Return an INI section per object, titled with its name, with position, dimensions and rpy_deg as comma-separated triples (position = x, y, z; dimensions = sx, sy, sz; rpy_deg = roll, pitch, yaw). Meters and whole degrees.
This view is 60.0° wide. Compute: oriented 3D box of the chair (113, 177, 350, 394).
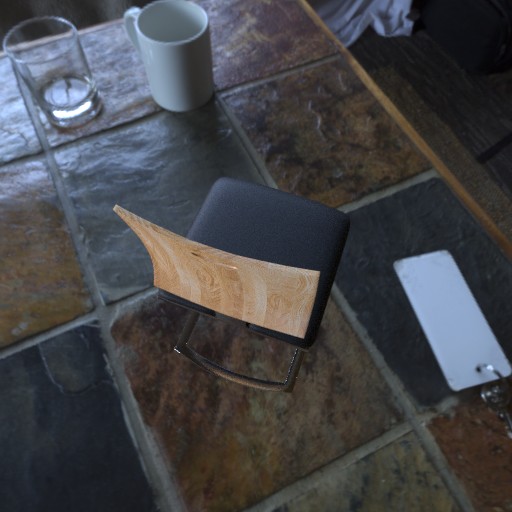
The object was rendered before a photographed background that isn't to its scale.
[chair]
position = 0.000, 0.000, 1.258
dimensions = 0.462, 0.936, 0.560
rpy_deg = 18, 65, 9
